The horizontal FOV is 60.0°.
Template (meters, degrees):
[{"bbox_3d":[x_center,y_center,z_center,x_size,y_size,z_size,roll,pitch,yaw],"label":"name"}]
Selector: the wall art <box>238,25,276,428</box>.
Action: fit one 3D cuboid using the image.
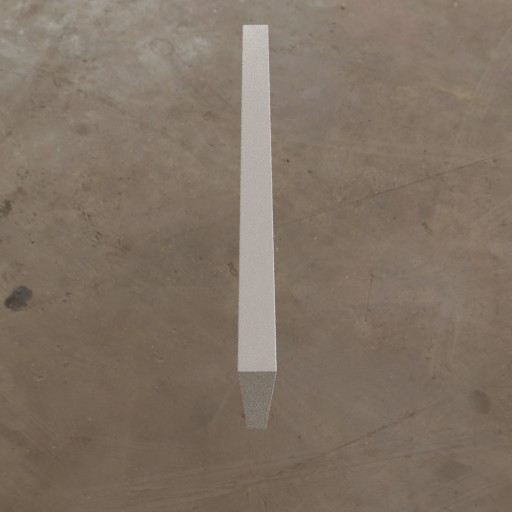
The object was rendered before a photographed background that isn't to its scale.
[{"bbox_3d":[0.000,0.000,0.766,0.037,0.508,0.508,0,63,0],"label":"wall art"}]
